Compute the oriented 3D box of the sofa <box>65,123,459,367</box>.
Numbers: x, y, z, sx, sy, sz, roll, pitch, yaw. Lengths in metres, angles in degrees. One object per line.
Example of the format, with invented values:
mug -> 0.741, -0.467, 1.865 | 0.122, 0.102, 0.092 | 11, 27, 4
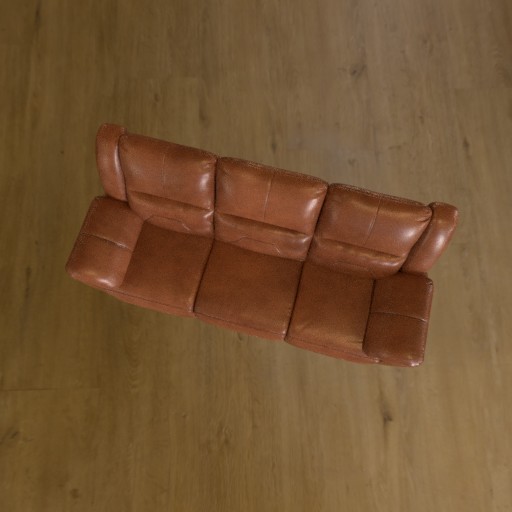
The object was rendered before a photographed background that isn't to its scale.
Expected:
sofa -> 0.000, 0.000, 2.959 | 2.337, 1.043, 0.991 | 14, 77, 3
